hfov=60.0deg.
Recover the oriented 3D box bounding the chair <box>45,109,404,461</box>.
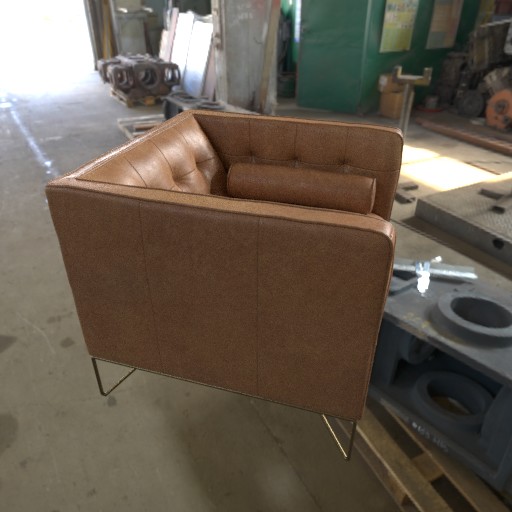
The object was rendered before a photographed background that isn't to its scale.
[{"bbox_3d":[0.000,0.000,1.607,0.912,0.797,0.920,9,32,15],"label":"chair"}]
